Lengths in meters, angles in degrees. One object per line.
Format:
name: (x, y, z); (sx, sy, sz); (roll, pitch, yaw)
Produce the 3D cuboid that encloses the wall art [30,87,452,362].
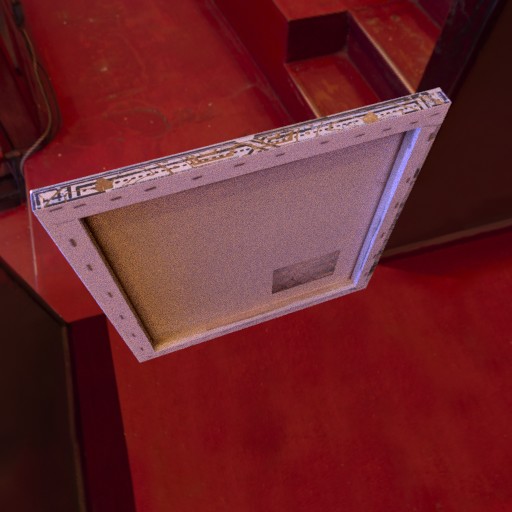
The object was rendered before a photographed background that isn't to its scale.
wall art: (0.000, 0.000, 0.876); (0.609, 0.607, 0.036); (-17, 60, -10)
